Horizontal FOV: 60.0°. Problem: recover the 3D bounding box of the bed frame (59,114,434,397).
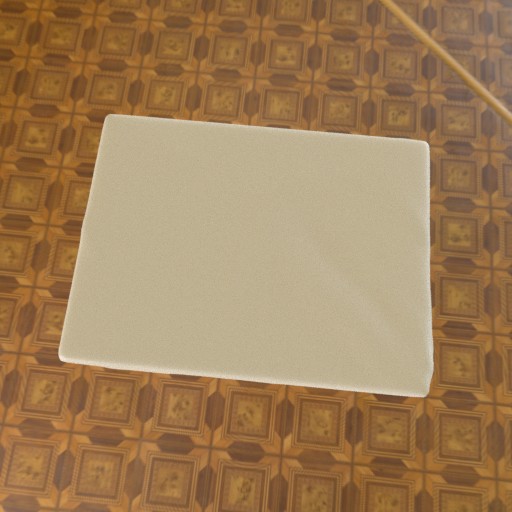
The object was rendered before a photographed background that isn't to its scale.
[{"bbox_3d":[0.000,0.000,2.911,2.151,0.667,1.584,5,76,1],"label":"bed frame"}]
